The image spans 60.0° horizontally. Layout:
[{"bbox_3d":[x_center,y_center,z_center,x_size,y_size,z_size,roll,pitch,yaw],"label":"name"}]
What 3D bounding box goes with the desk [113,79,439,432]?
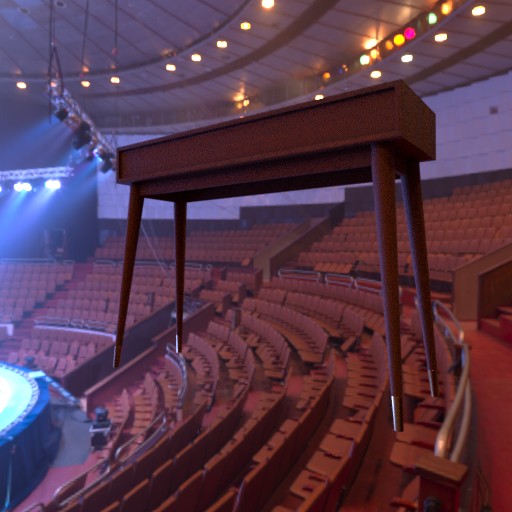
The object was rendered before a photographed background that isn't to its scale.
[{"bbox_3d":[0.000,0.000,1.647,1.204,0.917,0.384,-1,-1,36],"label":"desk"}]
